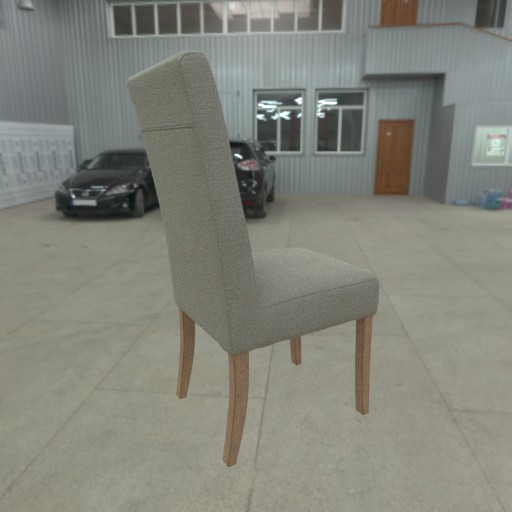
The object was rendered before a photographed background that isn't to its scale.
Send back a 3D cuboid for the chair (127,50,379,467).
[{"bbox_3d":[0.000,0.000,1.337,0.611,1.033,0.450,-8,16,-28],"label":"chair"}]
